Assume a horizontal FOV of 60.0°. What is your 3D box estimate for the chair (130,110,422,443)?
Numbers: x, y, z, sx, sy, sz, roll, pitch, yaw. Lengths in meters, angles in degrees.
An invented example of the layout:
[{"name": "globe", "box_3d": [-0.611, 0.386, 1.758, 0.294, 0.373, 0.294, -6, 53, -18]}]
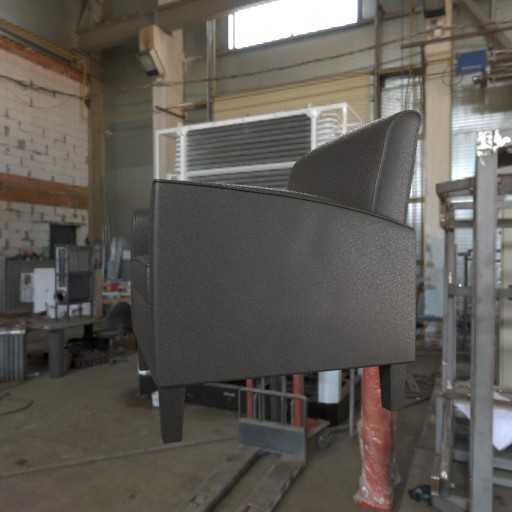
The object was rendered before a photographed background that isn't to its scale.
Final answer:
[{"name": "chair", "box_3d": [0.000, 0.000, 1.562, 0.819, 0.916, 0.820, 0, 1, -19]}]
